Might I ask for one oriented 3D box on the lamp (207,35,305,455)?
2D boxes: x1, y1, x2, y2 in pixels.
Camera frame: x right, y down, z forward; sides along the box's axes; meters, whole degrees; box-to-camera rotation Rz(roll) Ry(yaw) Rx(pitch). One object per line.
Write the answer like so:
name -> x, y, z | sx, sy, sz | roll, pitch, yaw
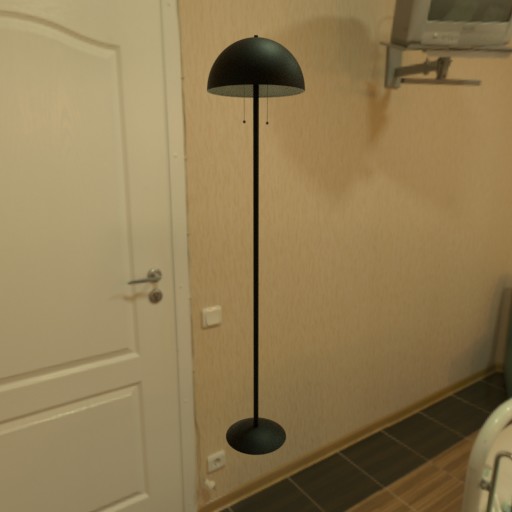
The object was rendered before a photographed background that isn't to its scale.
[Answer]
lamp -> 0.000, 0.000, 1.617 | 0.328, 1.480, 0.328 | 7, 15, 26
